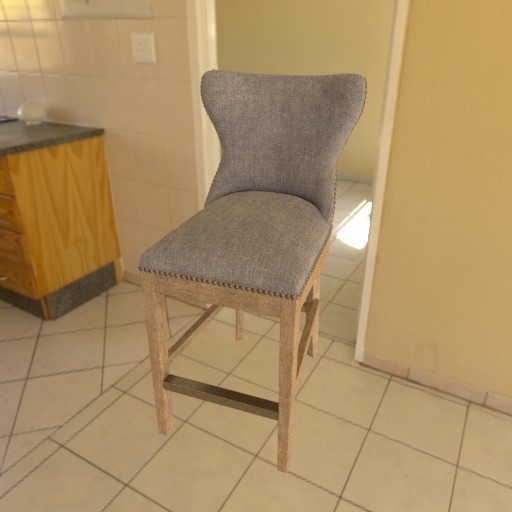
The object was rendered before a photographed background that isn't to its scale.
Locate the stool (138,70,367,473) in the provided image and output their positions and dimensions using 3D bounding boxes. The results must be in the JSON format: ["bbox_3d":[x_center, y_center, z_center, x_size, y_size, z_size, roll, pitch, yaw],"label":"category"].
[{"bbox_3d":[0.000,0.000,1.309,0.498,0.981,0.608,9,28,18],"label":"stool"}]
